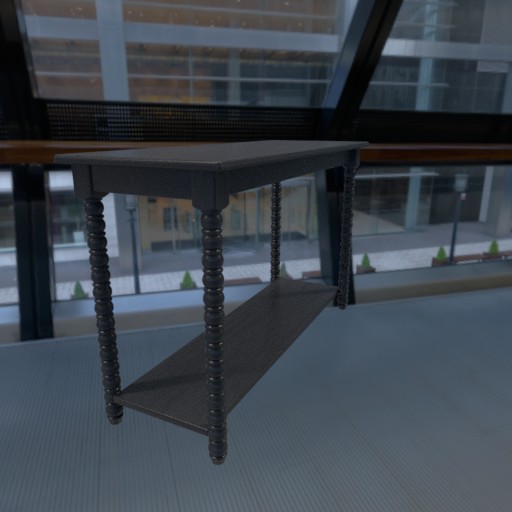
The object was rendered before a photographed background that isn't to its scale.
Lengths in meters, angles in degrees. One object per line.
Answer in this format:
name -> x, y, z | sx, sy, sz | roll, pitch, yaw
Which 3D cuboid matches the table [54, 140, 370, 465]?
table -> 0.000, 0.000, 1.527 | 0.459, 0.735, 1.184 | 8, 18, 26
